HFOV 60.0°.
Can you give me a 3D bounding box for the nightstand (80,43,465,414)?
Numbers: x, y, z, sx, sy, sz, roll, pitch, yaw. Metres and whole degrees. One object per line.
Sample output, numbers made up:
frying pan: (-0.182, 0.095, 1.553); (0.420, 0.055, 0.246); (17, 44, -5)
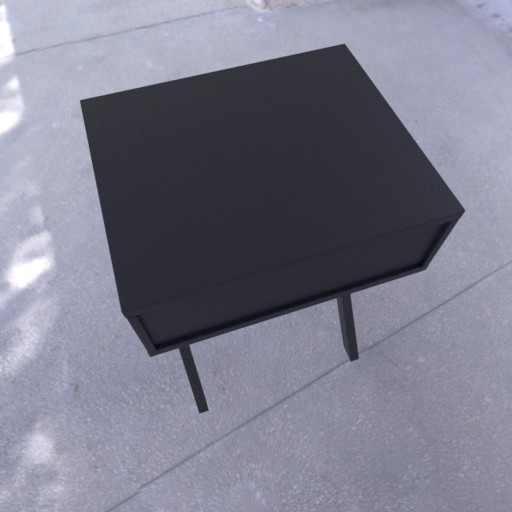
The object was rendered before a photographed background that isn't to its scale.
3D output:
nightstand: (0.000, 0.000, 0.939); (0.479, 0.623, 0.402); (-16, 60, -9)
